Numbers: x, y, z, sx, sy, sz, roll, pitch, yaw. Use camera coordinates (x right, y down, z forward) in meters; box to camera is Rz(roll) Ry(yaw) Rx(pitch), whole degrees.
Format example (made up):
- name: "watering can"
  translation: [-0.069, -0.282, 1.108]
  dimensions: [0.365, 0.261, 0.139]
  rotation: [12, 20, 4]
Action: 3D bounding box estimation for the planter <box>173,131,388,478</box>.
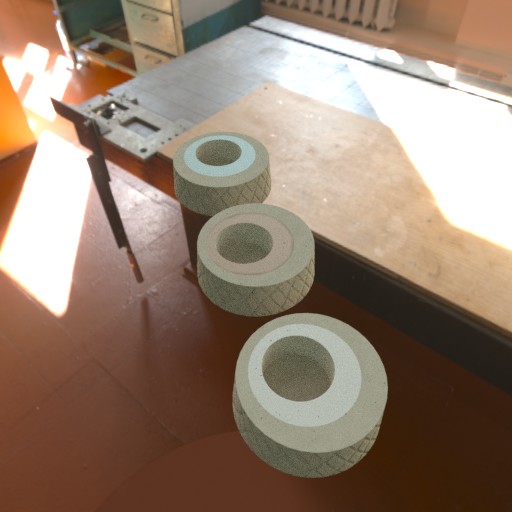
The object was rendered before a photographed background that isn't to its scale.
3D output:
- name: "planter"
  translation: [0.000, 0.000, 0.417]
  dimensions: [0.114, 0.038, 0.390]
  rotation: [-12, 48, -11]
